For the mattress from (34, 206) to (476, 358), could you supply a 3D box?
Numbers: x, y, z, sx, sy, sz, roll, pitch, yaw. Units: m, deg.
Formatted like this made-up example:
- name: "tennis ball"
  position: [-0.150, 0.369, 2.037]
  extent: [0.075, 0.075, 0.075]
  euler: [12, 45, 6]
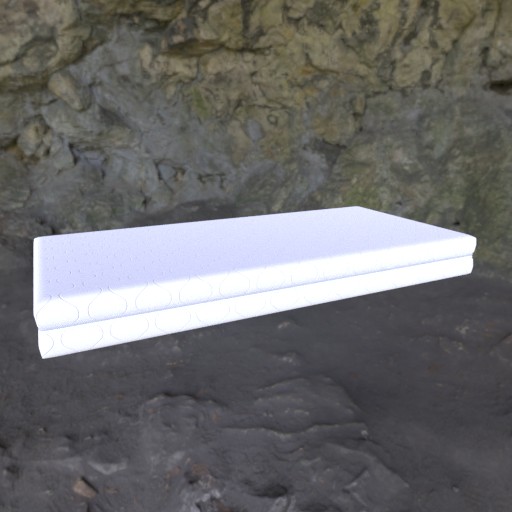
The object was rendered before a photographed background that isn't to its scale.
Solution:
- name: "mattress"
  position: [0.000, 0.000, 2.118]
  extent: [1.900, 0.200, 0.900]
  euler: [-8, 18, -24]
